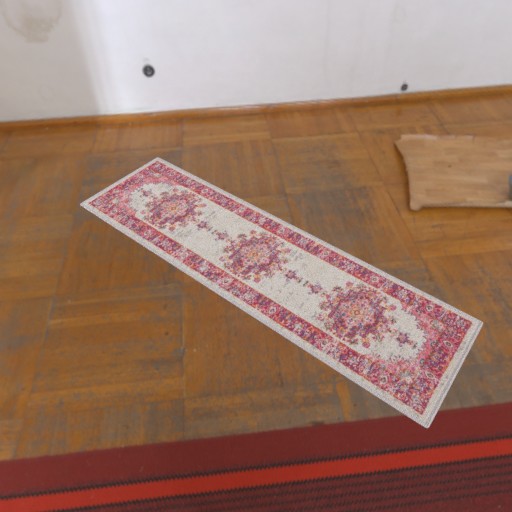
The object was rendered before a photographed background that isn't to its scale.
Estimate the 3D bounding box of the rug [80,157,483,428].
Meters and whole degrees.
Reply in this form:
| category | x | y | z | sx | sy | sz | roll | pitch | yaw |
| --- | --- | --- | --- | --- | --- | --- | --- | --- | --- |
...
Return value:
| category | x | y | z | sx | sy | sz | roll | pitch | yaw |
| --- | --- | --- | --- | --- | --- | --- | --- | --- | --- |
| rug | 0.000 | 0.000 | 2.463 | 2.294 | 0.011 | 0.666 | 30 | 53 | 25 |
